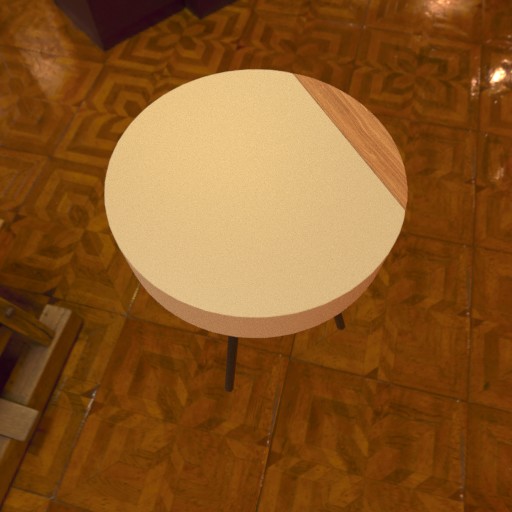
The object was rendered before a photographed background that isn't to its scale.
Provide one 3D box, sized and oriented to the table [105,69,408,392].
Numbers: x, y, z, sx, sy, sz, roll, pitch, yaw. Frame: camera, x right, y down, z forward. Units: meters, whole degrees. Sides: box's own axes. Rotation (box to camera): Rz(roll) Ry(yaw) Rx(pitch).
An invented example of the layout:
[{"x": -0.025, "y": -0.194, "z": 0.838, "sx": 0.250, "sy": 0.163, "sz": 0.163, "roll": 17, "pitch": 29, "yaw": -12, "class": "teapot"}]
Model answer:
[{"x": 0.000, "y": 0.000, "z": 0.874, "sx": 0.450, "sy": 0.525, "sz": 0.450, "roll": 0, "pitch": 63, "yaw": 0, "class": "table"}]
